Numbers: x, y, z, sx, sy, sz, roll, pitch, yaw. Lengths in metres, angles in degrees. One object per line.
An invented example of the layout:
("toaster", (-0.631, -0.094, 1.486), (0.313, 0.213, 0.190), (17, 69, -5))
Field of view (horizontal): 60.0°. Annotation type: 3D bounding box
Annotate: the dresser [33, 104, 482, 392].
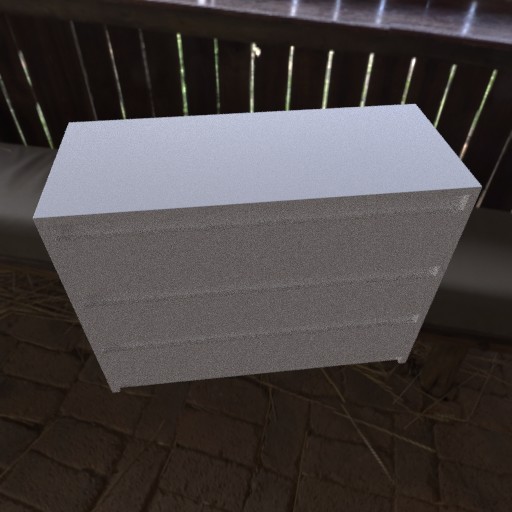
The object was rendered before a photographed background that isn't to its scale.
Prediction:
("dresser", (0.000, 0.000, 1.527), (1.100, 0.820, 0.460), (-5, 45, -5))
